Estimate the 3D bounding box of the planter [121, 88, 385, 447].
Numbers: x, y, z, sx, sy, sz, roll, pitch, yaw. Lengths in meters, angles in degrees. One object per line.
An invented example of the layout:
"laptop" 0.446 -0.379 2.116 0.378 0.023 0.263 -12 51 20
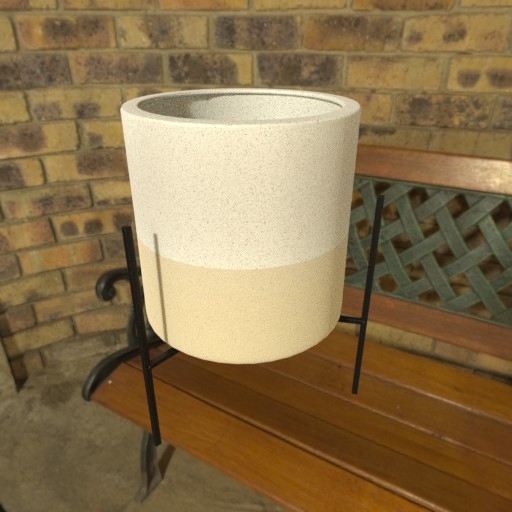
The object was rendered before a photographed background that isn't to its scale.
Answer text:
"planter" 0.000 0.000 0.539 0.267 0.362 0.263 0 27 0
